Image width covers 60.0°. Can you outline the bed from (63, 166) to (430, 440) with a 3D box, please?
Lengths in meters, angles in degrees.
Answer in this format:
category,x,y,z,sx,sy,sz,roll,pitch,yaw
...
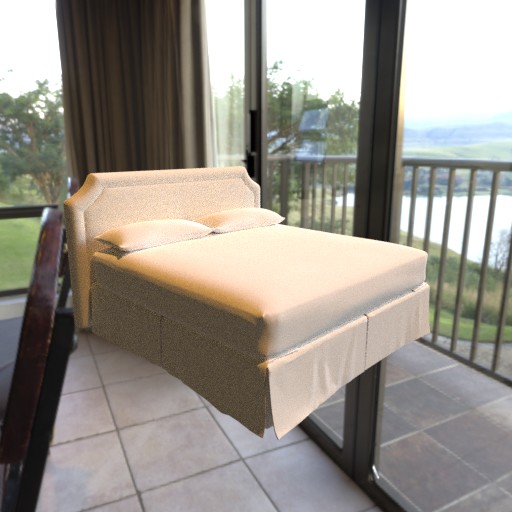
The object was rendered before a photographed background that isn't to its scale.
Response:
category,x,y,z,sx,sy,sz,roll,pitch,yaw
bed,0.000,0.000,3.594,2.204,1.301,2.160,14,20,43
